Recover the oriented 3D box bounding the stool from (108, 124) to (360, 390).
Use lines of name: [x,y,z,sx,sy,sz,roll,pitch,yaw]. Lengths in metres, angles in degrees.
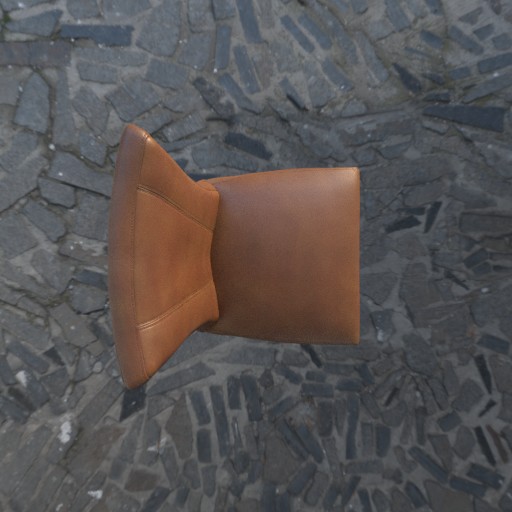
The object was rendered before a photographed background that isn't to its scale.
stool: [0.000,0.000,1.377,0.585,1.094,0.522,0,90,0]
